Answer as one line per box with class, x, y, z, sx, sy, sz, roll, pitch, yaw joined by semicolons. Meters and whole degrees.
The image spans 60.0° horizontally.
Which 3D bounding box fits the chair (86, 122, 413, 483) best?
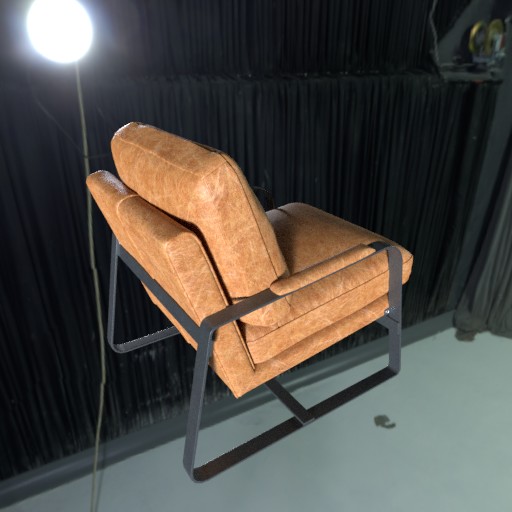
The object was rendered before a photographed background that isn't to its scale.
chair;0.000;0.000;1.340;0.801;0.777;0.651;-16;30;-30
